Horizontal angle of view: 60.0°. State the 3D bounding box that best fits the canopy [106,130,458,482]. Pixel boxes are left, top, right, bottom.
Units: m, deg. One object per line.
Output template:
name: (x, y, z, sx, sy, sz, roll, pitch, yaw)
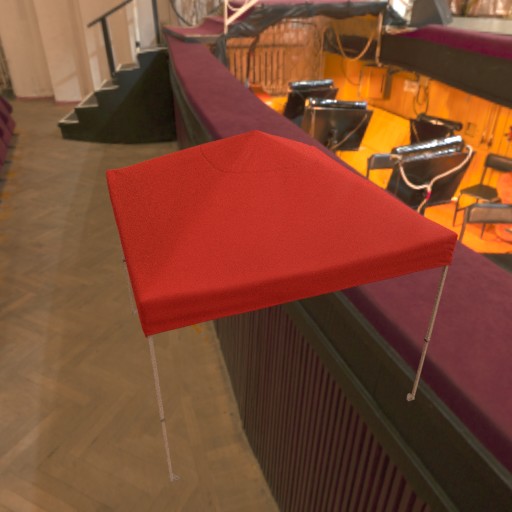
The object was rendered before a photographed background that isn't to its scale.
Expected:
canopy: (0.000, 0.000, 5.302, 2.996, 2.997, 2.998, -11, 33, -18)
